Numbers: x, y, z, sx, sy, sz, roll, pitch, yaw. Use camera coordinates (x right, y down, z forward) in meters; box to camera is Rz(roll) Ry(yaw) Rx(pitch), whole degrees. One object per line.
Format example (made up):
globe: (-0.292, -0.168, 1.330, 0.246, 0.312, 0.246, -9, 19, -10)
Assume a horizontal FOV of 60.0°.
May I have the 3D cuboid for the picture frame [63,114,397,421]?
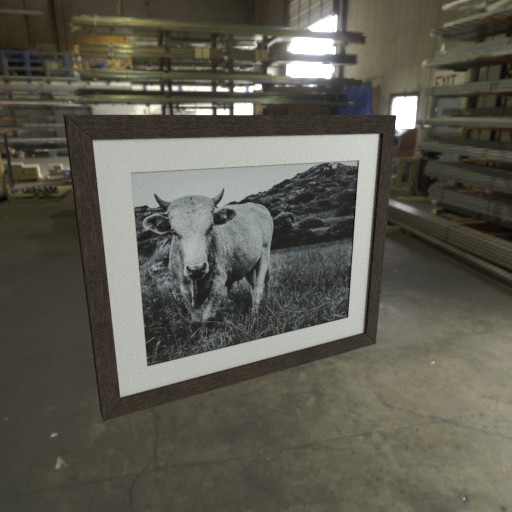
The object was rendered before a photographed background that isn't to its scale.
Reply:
picture frame: (0.000, 0.000, 0.749, 0.546, 0.455, 0.026, -9, 20, -25)
